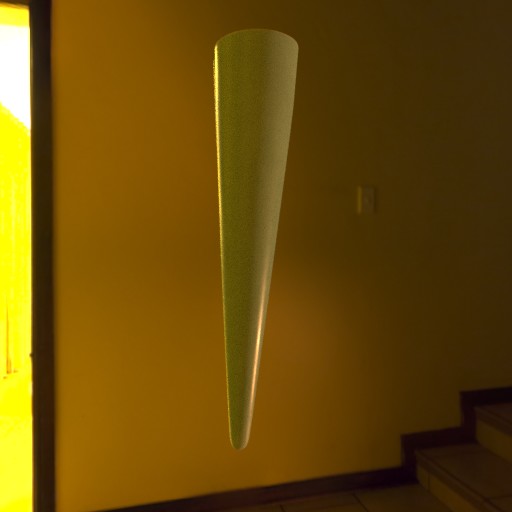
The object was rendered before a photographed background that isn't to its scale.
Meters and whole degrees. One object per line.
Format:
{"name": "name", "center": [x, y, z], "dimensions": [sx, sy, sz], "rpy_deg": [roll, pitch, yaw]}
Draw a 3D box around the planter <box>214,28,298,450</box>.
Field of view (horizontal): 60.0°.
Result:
{"name": "planter", "center": [0.000, 0.000, 0.289], "dimensions": [0.054, 0.268, 0.055], "rpy_deg": [0, 1, -35]}
